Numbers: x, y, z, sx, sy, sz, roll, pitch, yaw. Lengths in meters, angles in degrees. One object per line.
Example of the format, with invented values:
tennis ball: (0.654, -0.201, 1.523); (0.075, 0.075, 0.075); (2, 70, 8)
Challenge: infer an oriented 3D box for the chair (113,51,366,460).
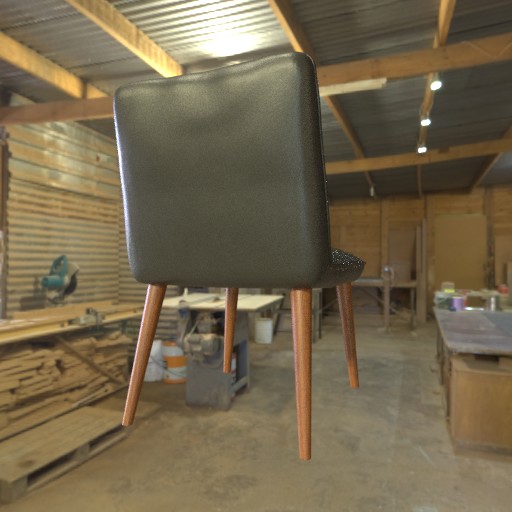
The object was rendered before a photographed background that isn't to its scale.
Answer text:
chair: (0.000, 0.000, 1.203); (0.543, 0.801, 0.645); (0, 0, 19)
